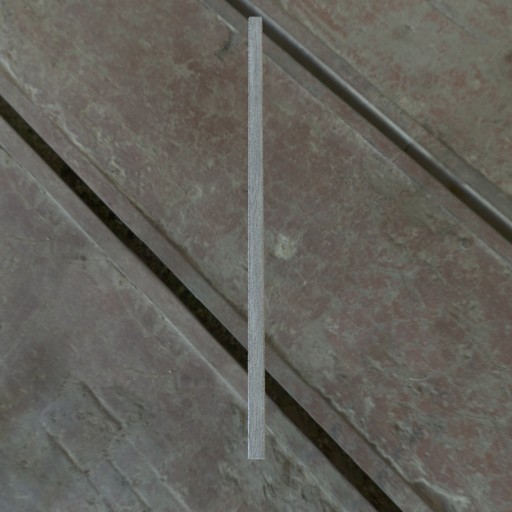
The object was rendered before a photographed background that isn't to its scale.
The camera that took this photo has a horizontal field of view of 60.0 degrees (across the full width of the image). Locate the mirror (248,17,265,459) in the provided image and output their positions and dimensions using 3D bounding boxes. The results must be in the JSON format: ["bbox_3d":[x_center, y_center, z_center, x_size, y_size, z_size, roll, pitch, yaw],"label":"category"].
[{"bbox_3d":[0.000,0.000,1.138,0.028,0.689,0.839,0,76,0],"label":"mirror"}]
